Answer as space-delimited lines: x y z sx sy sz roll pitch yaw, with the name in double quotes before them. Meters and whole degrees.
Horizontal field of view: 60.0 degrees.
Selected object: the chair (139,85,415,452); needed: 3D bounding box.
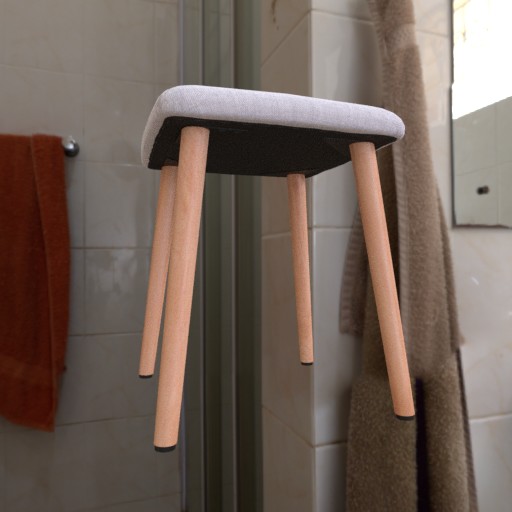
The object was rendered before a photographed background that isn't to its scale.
"chair" 0.000 0.000 0.703 0.350 0.440 0.350 0 0 -18
